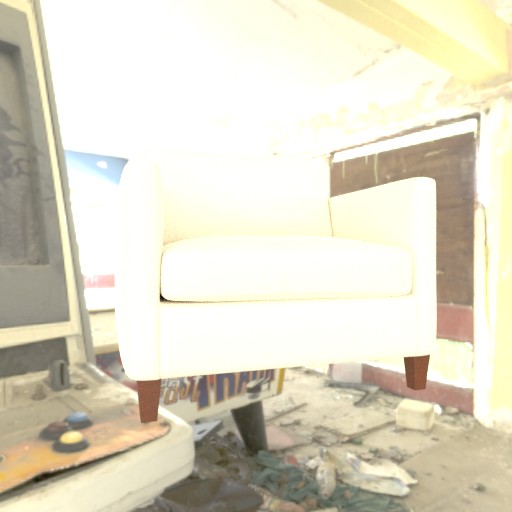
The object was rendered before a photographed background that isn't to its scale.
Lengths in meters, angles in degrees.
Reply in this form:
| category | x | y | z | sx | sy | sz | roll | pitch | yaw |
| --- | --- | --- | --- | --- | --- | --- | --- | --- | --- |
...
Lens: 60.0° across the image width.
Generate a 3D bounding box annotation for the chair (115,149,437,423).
| category | x | y | z | sx | sy | sz | roll | pitch | yaw |
| --- | --- | --- | --- | --- | --- | --- | --- | --- | --- |
| chair | 0.000 | 0.000 | 1.695 | 1.019 | 0.885 | 0.878 | 0 | 0 | -19 |
